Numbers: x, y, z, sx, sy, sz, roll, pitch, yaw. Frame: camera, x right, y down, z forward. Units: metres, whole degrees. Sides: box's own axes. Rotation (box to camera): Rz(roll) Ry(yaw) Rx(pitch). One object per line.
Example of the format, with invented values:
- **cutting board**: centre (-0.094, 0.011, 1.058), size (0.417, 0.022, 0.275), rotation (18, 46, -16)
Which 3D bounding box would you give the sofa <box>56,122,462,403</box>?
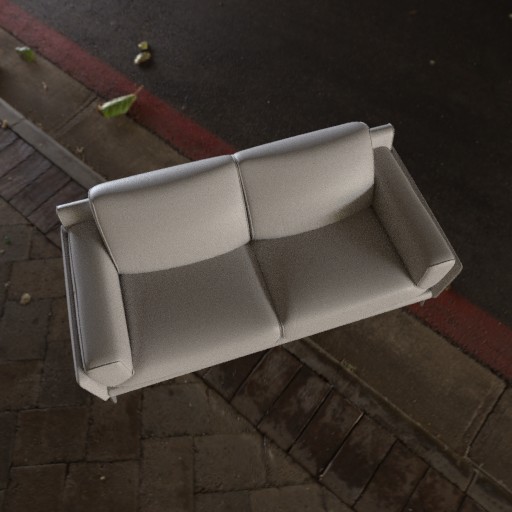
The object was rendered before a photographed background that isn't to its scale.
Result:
- **sofa**: centre (0.000, 0.000, 2.565), size (2.101, 0.930, 1.049), rotation (-16, 63, -8)
